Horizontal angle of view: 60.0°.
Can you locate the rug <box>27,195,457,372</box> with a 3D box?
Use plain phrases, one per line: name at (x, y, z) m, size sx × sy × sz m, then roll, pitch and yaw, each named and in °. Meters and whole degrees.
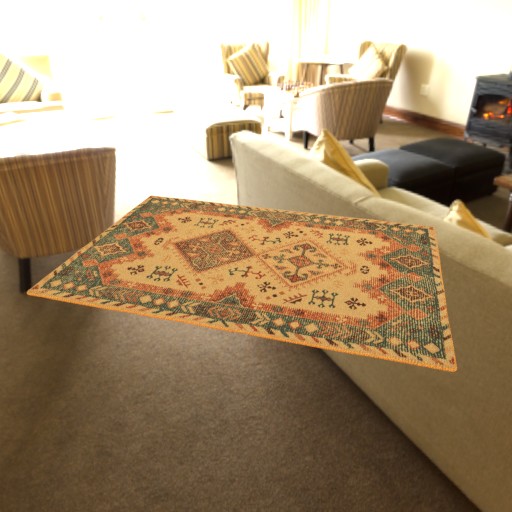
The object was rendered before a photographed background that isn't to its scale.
rug at (0.000, 0.000, 2.309) m, size 1.840 × 0.015 × 1.225 m, roll 8°, pitch 31°, yaw 13°
